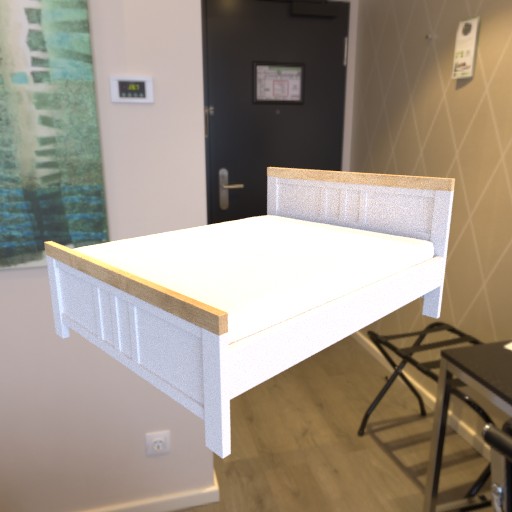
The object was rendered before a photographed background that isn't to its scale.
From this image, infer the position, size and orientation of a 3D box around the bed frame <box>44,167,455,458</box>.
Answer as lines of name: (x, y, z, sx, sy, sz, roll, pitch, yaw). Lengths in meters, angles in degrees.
bed frame: (0.000, 0.000, 2.913, 1.670, 0.980, 2.050, 14, 21, 43)
